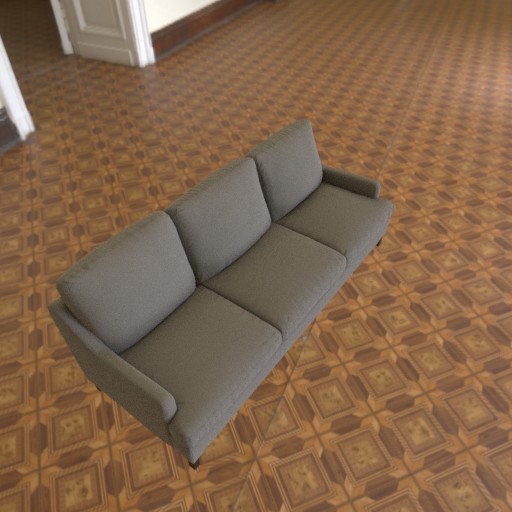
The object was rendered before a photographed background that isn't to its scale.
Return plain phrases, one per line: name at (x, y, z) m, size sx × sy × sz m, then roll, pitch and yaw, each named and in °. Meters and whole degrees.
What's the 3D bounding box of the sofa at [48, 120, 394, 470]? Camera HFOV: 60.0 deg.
sofa at (0.000, 0.000, 2.912) m, size 0.987 × 0.926 × 2.344 m, roll 27°, pitch 49°, yaw 26°
